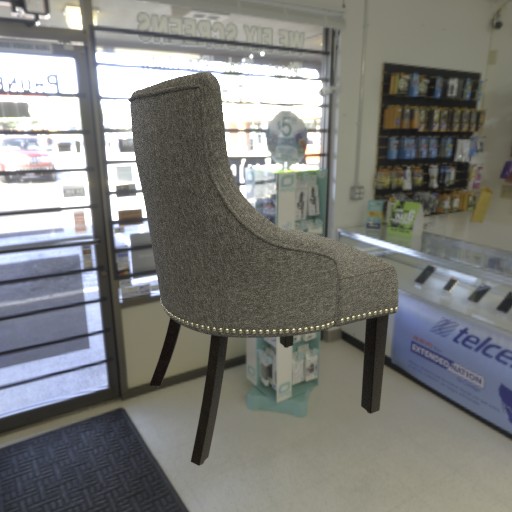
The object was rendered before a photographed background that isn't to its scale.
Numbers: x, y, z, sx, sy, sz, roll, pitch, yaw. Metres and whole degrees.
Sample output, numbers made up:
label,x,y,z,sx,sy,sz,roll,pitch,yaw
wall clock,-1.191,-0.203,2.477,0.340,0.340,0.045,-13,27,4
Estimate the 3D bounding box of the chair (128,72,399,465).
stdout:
label,x,y,z,sx,sy,sz,roll,pitch,yaw
chair,0.000,0.000,1.276,0.629,0.909,0.566,-8,17,-27
